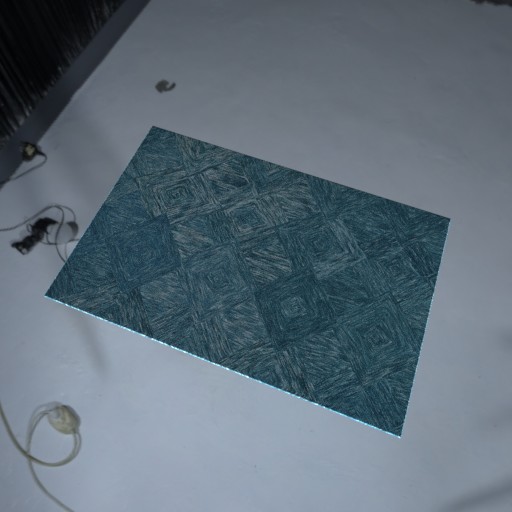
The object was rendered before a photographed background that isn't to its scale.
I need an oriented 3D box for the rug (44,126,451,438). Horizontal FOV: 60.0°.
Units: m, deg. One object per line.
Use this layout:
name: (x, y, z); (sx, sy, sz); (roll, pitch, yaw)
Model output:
rug: (0.000, 0.000, 2.905); (2.277, 0.015, 1.490); (19, 66, 9)
